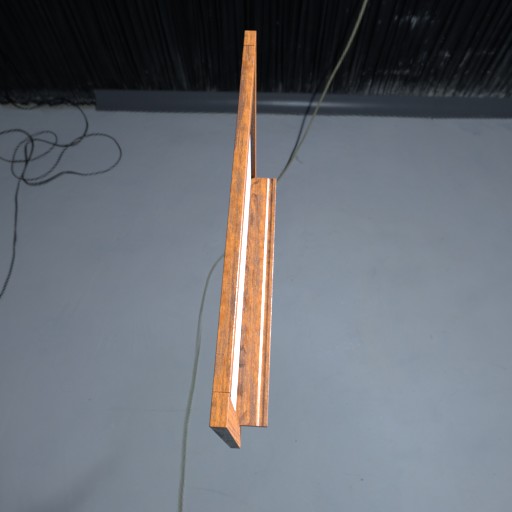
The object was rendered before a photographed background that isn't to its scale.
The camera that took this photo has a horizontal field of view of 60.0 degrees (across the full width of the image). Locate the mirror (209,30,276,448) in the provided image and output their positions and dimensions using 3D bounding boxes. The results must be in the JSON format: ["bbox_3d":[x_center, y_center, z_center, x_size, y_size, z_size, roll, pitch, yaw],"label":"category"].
[{"bbox_3d":[0.000,0.000,0.977,0.084,0.537,0.758,3,64,1],"label":"mirror"}]
